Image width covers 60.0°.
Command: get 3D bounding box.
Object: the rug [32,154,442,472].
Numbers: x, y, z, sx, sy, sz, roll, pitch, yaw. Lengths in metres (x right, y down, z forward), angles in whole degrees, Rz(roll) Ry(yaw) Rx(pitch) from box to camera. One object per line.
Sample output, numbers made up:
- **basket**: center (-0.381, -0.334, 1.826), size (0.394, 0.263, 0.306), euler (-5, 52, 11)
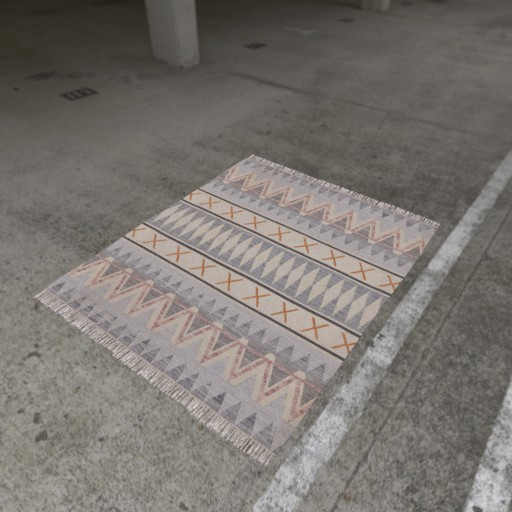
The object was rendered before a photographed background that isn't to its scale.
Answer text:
- **rug**: center (0.000, 0.000, 3.994), size (2.371, 0.012, 3.000), euler (26, 47, 27)
